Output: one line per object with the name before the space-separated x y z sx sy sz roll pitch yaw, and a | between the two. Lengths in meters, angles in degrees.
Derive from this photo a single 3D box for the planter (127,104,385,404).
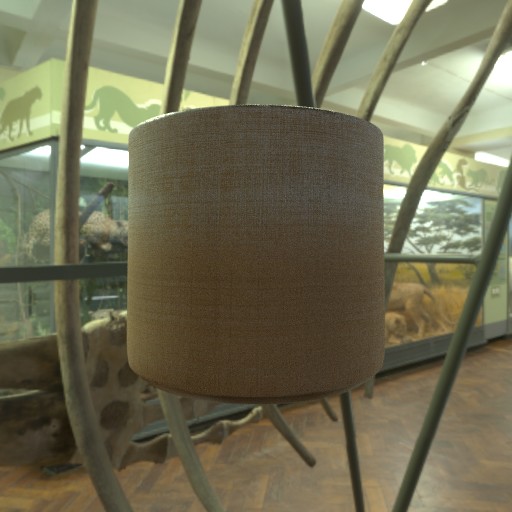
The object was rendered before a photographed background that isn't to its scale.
planter | 0.000 0.000 0.393 0.221 0.201 0.221 0 1 0
